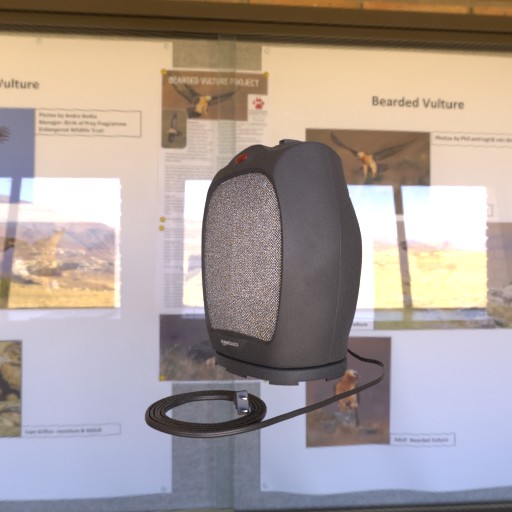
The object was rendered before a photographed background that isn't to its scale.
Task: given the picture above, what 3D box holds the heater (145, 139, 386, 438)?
[{"bbox_3d":[0.000,0.000,0.463,0.291,0.255,0.239,1,-1,-36],"label":"heater"}]
